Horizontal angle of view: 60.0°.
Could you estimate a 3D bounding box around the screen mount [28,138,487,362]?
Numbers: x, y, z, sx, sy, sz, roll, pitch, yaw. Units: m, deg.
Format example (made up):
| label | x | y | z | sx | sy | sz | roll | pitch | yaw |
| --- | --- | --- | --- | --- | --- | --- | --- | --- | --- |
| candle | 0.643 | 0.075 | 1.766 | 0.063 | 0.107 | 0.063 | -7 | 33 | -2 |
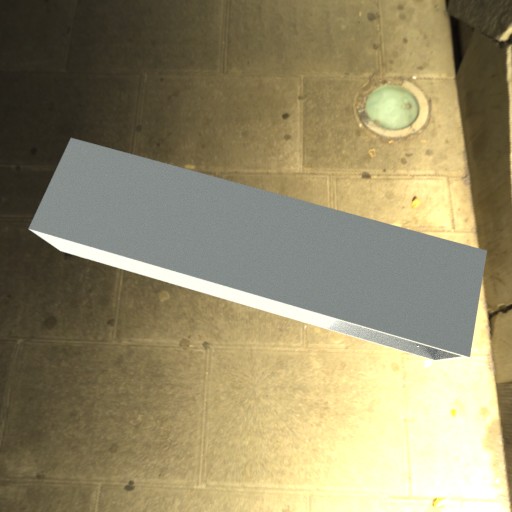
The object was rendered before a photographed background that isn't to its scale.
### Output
| label | x | y | z | sx | sy | sz | roll | pitch | yaw |
| --- | --- | --- | --- | --- | --- | --- | --- | --- | --- |
| screen mount | 0.000 | 0.000 | 1.840 | 1.644 | 0.432 | 0.399 | 16 | 74 | 5 |
